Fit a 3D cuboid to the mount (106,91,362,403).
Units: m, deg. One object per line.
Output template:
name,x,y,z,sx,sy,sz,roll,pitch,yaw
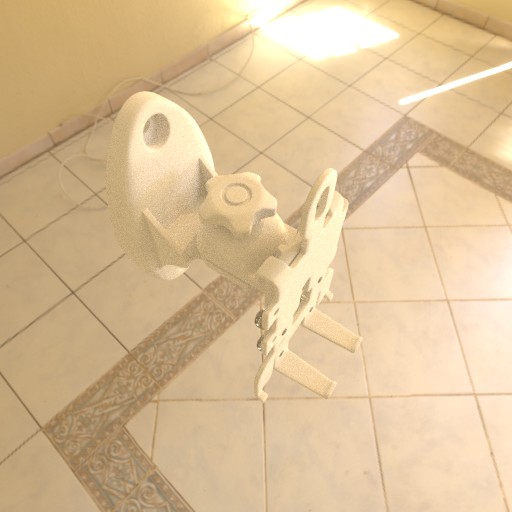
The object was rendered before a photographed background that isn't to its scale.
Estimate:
mount,0.000,0.000,0.176,0.100,0.118,0.066,30,62,18
